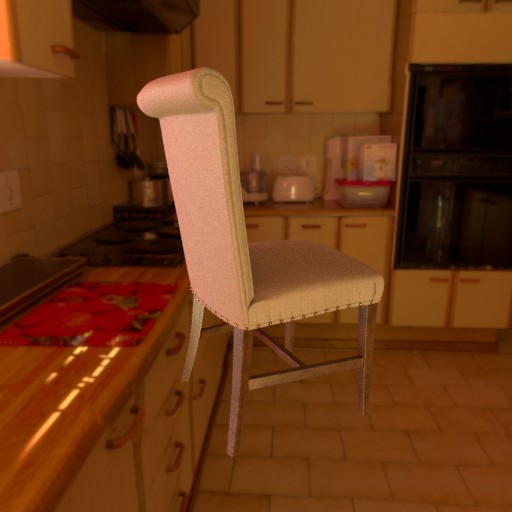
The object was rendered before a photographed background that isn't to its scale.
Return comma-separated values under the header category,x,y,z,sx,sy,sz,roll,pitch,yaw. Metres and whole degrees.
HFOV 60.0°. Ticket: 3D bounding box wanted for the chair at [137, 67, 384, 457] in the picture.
category,x,y,z,sx,sy,sz,roll,pitch,yaw
chair,0.000,0.000,1.360,0.608,0.988,0.513,-7,17,-26
